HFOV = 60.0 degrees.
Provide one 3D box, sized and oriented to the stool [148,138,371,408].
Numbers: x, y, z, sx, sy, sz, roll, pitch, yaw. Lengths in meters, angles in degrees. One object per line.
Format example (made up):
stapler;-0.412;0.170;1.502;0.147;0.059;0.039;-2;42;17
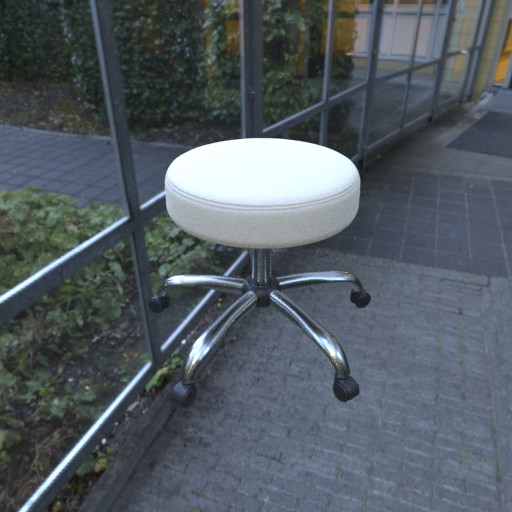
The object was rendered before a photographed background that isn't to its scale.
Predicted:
stool;0.000;0.000;1.066;0.634;0.482;0.614;19;35;29
